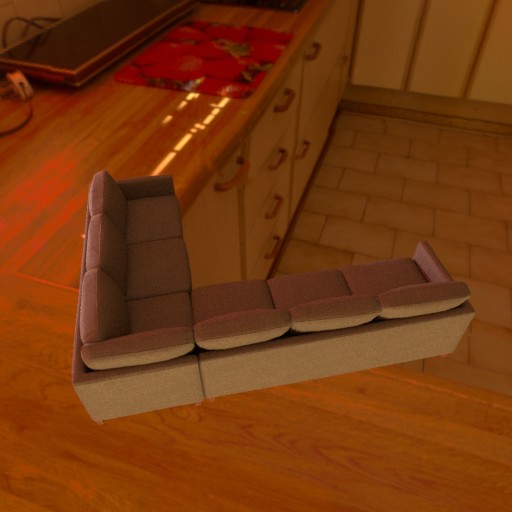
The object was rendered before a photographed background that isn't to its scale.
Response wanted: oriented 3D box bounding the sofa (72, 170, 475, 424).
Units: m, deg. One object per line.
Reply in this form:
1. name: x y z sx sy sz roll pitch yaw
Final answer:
1. sofa: 0.000 0.000 4.498 3.302 0.947 2.593 -8 46 -8
